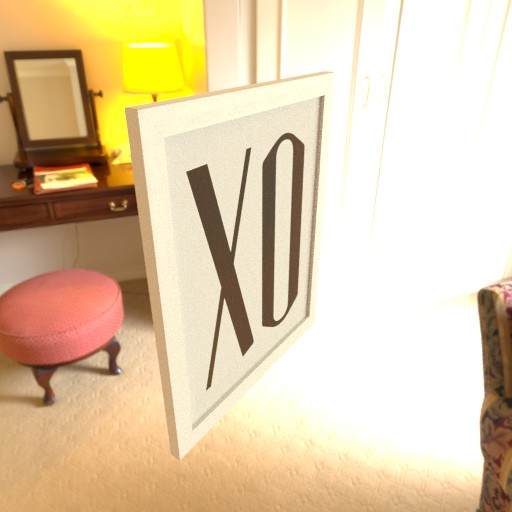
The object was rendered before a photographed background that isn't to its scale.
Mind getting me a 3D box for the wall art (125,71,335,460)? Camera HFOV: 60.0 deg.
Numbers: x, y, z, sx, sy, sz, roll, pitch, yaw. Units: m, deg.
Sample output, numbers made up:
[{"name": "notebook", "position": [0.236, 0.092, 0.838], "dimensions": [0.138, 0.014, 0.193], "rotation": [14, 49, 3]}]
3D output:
[{"name": "wall art", "position": [0.000, 0.000, 0.739], "dimensions": [0.020, 0.536, 0.444], "rotation": [19, 33, 31]}]
